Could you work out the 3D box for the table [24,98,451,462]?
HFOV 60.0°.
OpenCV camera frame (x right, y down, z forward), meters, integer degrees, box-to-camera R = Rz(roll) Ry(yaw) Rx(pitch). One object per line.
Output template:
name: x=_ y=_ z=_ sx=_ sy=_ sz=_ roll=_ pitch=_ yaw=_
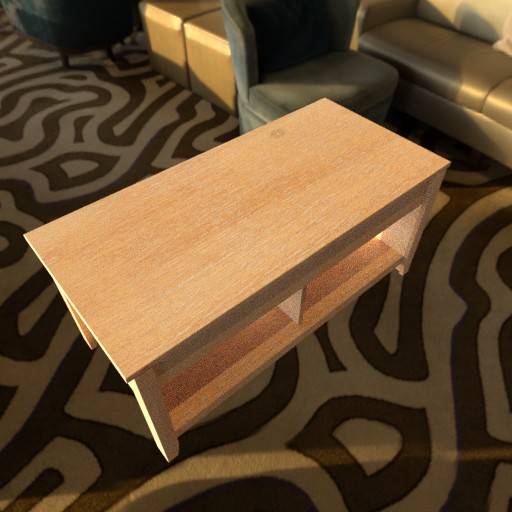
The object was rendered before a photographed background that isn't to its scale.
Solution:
table: x=0.000 y=0.000 z=1.301 sx=1.016 sy=0.457 sz=0.483 roll=-32 pitch=55 yaw=-26
